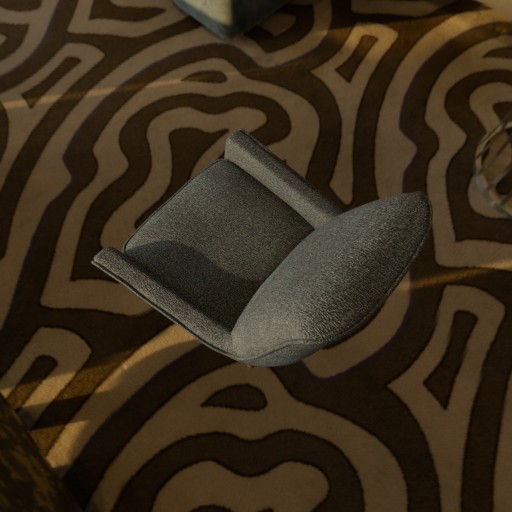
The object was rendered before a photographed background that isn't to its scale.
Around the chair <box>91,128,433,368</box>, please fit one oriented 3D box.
[{"bbox_3d":[0.000,0.000,1.514,0.859,0.883,0.763,37,70,16],"label":"chair"}]
